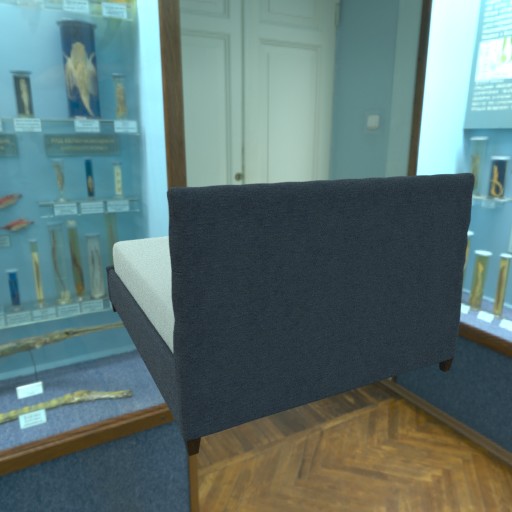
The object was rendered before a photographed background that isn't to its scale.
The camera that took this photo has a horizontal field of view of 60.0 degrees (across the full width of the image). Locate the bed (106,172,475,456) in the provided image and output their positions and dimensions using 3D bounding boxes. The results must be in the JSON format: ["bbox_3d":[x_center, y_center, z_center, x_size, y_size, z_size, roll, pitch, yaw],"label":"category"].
[{"bbox_3d":[0.000,0.000,3.632,2.078,1.427,2.387,-7,17,-26],"label":"bed"}]
